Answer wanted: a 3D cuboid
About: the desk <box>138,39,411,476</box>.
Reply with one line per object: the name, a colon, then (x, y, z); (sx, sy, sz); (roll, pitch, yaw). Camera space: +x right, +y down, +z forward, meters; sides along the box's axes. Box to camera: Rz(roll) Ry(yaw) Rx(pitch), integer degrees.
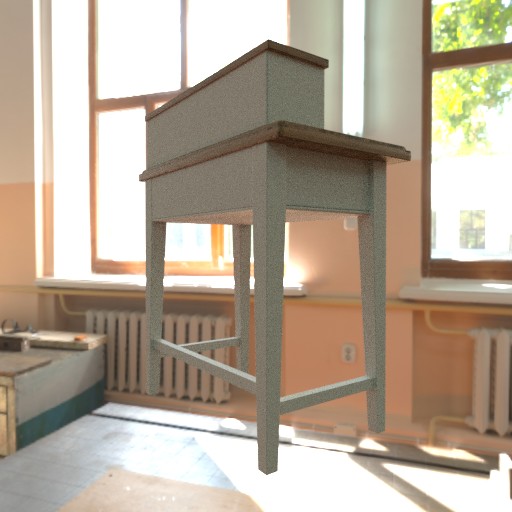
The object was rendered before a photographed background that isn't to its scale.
desk: (0.000, 0.000, 1.416); (0.462, 0.981, 0.814); (-1, 1, -36)
